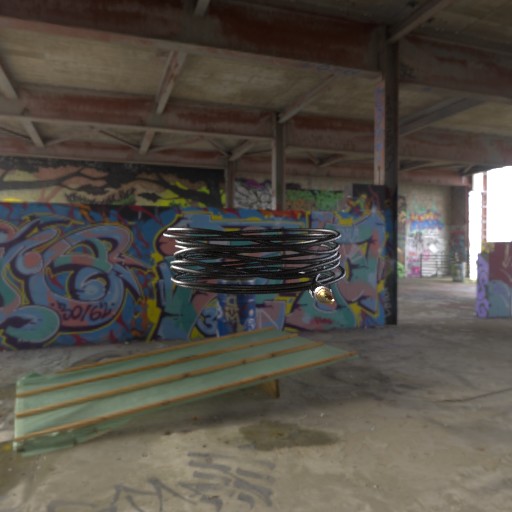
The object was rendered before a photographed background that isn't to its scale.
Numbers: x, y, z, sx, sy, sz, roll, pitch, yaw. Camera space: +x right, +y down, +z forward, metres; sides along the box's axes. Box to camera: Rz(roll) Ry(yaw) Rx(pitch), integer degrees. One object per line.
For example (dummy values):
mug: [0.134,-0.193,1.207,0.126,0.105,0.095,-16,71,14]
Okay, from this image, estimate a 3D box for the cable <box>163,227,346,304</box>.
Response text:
cable: [0.000,0.000,0.507,0.198,0.069,0.432,0,1,1]
